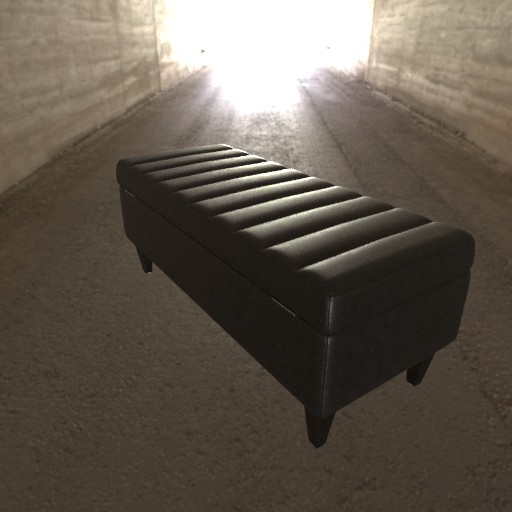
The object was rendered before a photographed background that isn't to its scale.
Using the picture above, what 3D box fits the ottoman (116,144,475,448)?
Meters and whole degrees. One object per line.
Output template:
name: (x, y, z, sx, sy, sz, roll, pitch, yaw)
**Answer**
ottoman: (0.000, 0.000, 1.412, 0.482, 0.469, 1.151, -17, 32, -31)
